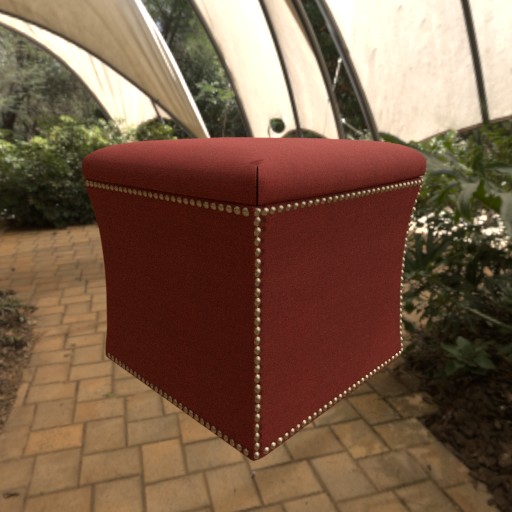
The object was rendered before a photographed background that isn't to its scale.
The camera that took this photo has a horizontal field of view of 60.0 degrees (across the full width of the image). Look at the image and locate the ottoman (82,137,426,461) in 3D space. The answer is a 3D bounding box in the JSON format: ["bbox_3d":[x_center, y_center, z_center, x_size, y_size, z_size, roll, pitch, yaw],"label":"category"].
[{"bbox_3d":[0.000,0.000,0.920,0.497,0.475,0.507,15,22,42],"label":"ottoman"}]
